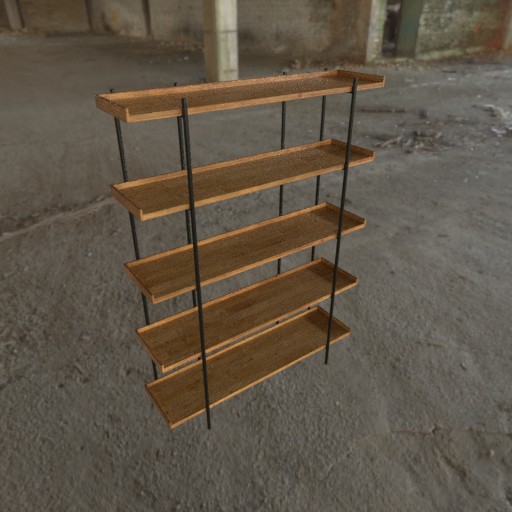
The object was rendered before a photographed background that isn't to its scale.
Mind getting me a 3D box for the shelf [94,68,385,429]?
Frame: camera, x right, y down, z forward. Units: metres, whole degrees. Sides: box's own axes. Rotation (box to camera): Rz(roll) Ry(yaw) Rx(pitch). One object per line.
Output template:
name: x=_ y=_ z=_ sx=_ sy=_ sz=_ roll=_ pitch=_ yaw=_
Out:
shelf: x=0.000 y=0.000 z=2.470 sx=1.371 sy=1.826 sz=0.379 roll=-19 pitch=35 yaw=-30
